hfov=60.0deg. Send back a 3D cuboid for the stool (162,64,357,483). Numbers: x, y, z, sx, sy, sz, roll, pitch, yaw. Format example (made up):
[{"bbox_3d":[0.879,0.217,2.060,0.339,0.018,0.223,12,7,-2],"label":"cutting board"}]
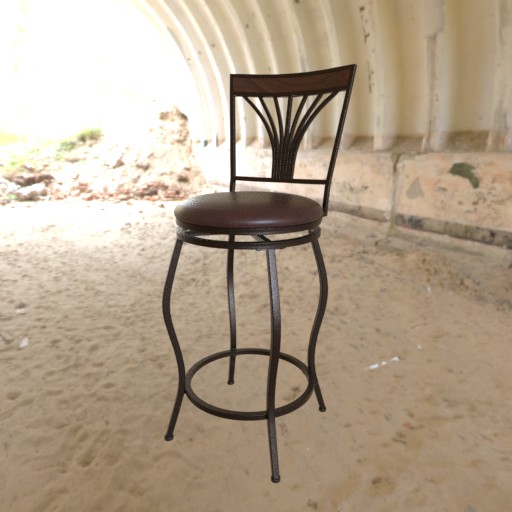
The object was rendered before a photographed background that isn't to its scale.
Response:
[{"bbox_3d":[0.000,0.000,1.353,0.433,1.117,0.514,8,16,27],"label":"stool"}]
